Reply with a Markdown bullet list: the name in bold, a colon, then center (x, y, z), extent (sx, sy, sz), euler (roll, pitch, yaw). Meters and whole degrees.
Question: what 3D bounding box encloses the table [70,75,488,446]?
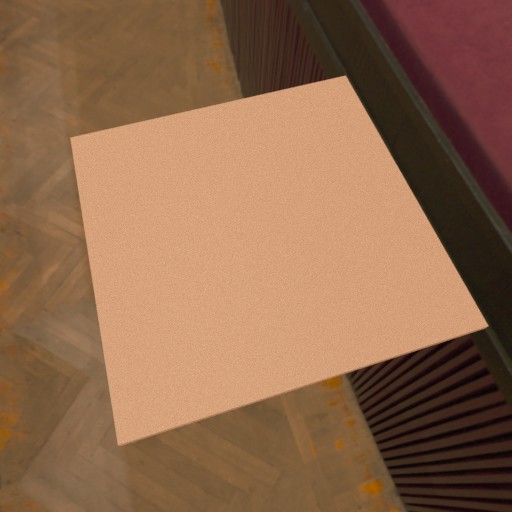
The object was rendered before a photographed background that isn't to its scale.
- **table**: center (0.000, 0.000, 1.037), extent (0.670, 0.305, 0.670), euler (-15, 64, -8)
